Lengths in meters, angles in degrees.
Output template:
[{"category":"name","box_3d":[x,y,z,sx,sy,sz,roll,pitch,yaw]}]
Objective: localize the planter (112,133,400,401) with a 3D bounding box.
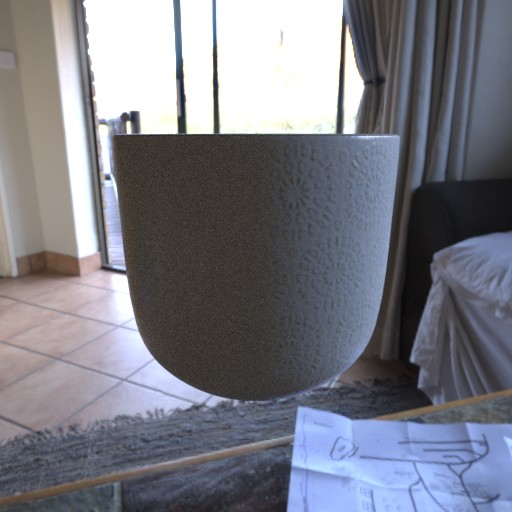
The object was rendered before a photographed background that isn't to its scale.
[{"category":"planter","box_3d":[0.000,0.000,0.359,0.208,0.190,0.208,0,15,0]}]
